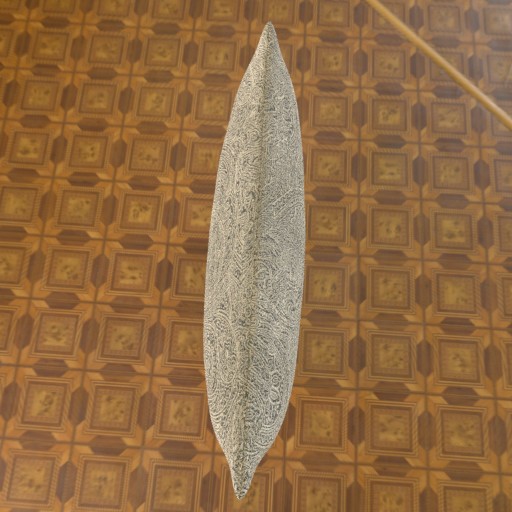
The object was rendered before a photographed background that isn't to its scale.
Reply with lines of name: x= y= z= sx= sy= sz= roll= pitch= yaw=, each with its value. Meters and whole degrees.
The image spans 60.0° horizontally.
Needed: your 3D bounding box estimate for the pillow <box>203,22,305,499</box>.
pillow: x=0.000 y=0.000 z=0.691 sx=0.151 sy=0.295 sz=0.615 roll=3 pitch=76 yaw=1
